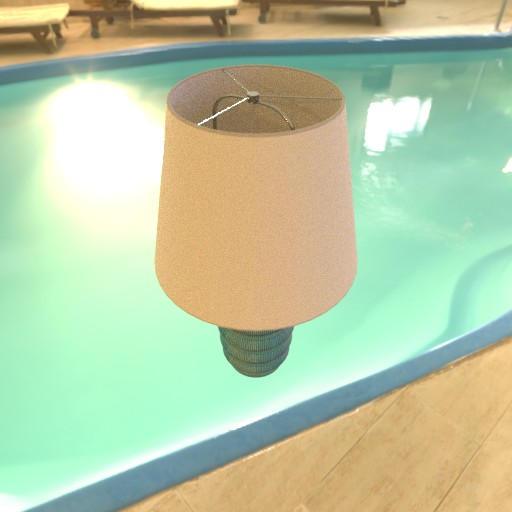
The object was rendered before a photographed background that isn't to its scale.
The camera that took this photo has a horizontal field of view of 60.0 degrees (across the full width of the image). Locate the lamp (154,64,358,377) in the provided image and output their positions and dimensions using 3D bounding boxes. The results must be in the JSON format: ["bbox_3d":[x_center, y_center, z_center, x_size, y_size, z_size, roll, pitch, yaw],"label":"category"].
[{"bbox_3d":[0.000,0.000,0.790,0.355,0.582,0.355,0,41,0],"label":"lamp"}]
